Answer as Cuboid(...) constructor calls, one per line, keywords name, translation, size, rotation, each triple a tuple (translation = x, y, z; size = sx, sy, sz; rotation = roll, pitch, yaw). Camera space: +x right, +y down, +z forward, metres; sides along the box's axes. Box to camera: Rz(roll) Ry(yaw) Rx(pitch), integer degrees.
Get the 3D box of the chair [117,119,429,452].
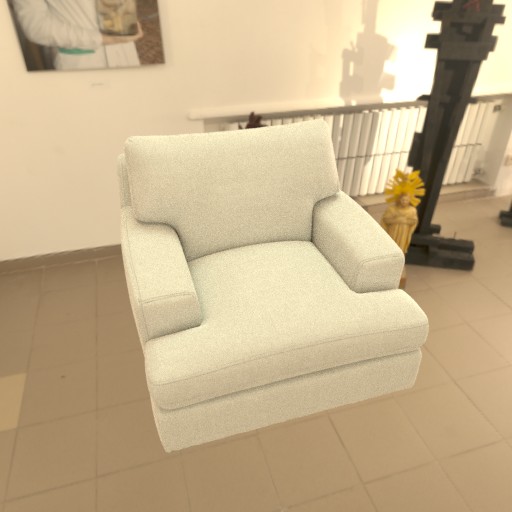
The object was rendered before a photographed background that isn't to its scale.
Cuboid(name="chair", translation=(0.000, 0.000, 1.987), size=(1.140, 0.930, 1.158), rotation=(-10, 34, -14))
